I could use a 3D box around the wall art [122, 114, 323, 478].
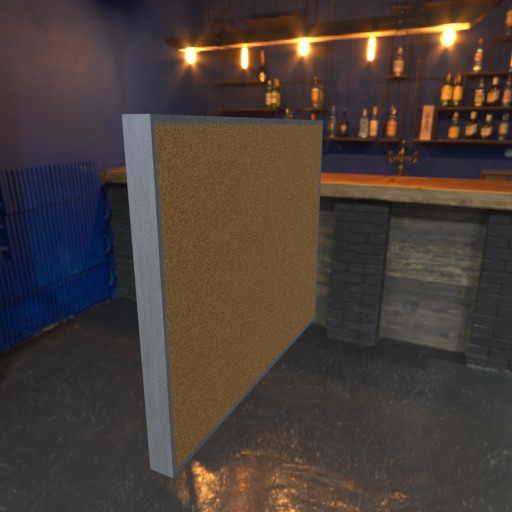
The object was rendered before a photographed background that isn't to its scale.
[{"bbox_3d":[0.000,0.000,0.759,0.037,0.450,0.557,8,18,25],"label":"wall art"}]
